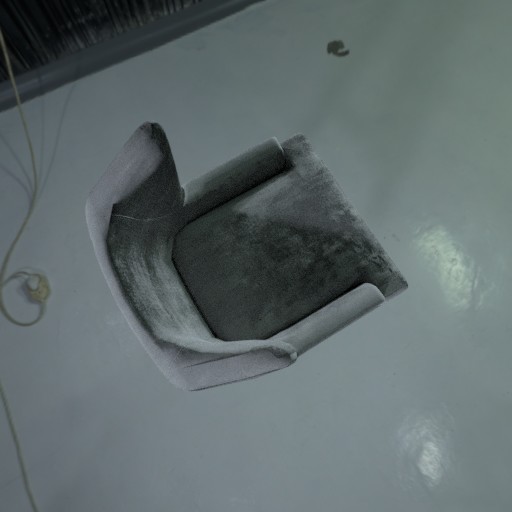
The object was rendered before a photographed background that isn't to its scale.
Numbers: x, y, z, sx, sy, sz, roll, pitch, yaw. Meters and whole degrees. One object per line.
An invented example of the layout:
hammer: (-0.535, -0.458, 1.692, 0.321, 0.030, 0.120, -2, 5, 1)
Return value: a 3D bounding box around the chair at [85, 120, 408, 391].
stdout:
chair: (0.000, 0.000, 1.635, 0.906, 0.950, 0.784, -30, 76, -8)
